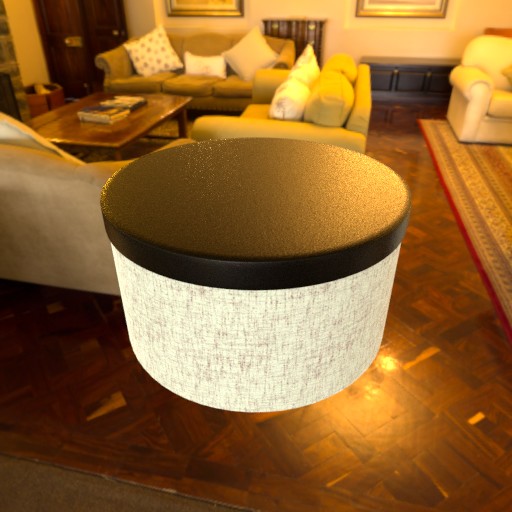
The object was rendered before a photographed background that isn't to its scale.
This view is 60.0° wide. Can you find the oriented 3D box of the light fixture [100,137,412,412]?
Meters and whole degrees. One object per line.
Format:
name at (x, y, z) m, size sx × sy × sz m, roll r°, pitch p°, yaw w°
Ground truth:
light fixture at (0.000, 0.000, 0.636) m, size 0.389 × 0.229 × 0.389 m, roll 0°, pitch 32°, yaw 0°
